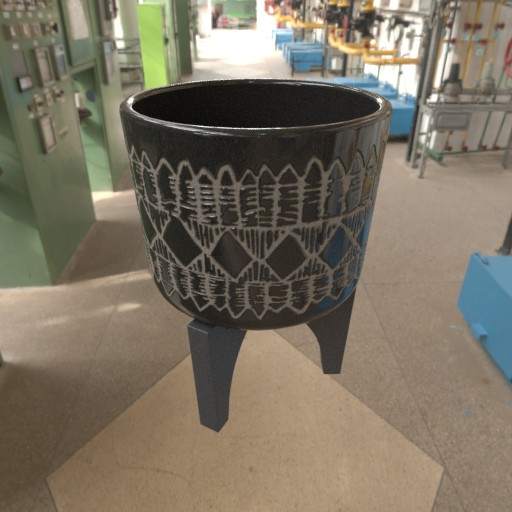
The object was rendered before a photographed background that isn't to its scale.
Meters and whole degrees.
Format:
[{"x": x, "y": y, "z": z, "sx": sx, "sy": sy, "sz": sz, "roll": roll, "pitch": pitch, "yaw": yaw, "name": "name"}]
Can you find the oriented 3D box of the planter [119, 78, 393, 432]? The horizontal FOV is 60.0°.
[{"x": 0.000, "y": 0.000, "z": 0.259, "sx": 0.129, "sy": 0.177, "sz": 0.129, "roll": 0, "pitch": 30, "yaw": 0, "name": "planter"}]
